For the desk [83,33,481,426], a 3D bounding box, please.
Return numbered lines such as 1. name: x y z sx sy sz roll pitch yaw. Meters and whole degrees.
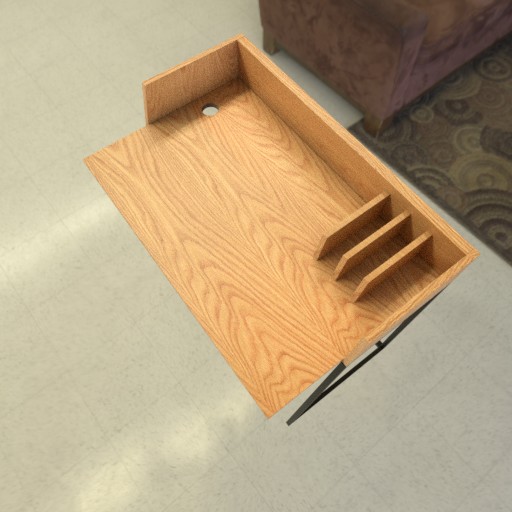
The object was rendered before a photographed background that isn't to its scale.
1. desk: 0.000 0.000 1.880 0.769 1.061 1.191 -34 68 -15
